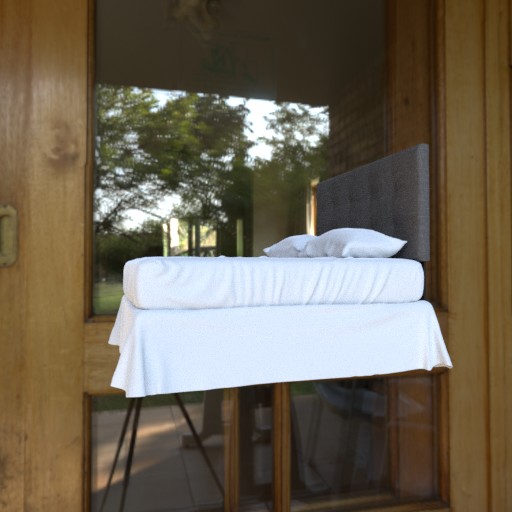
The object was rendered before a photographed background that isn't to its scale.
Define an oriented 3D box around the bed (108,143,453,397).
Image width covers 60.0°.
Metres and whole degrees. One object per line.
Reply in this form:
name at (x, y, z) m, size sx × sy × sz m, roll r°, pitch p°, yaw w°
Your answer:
bed at (0.000, 0.000, 3.547) m, size 2.222 × 1.577 × 1.936 m, roll 0°, pitch -1°, yaw -19°
